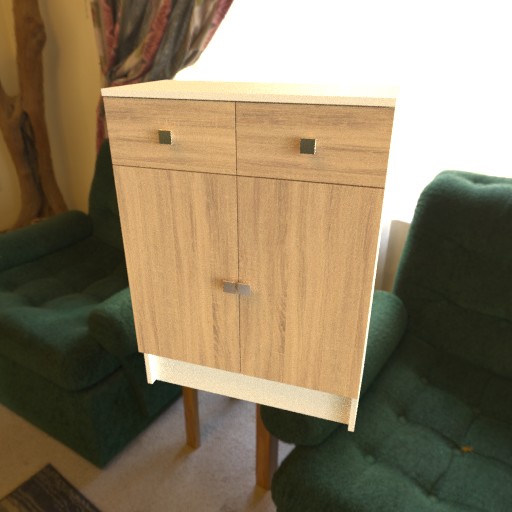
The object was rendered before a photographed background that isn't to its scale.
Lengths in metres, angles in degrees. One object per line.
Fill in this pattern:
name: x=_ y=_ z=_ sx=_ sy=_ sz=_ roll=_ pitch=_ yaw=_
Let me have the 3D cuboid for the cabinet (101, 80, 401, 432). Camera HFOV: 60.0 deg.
cabinet: x=0.000 y=0.000 z=1.142 sx=0.600 sy=0.815 sz=0.296 roll=8 pitch=27 yaw=16
